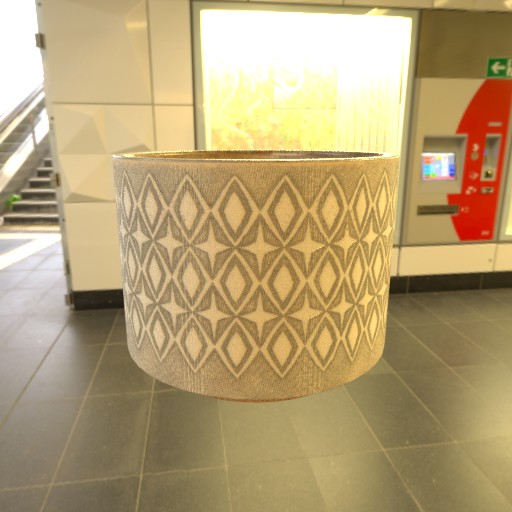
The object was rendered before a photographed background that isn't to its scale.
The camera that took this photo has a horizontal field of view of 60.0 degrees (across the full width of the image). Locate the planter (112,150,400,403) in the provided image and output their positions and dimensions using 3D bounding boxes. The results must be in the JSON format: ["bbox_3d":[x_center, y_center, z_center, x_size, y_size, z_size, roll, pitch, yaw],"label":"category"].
[{"bbox_3d":[0.000,0.000,0.319,0.186,0.144,0.186,0,15,0],"label":"planter"}]
